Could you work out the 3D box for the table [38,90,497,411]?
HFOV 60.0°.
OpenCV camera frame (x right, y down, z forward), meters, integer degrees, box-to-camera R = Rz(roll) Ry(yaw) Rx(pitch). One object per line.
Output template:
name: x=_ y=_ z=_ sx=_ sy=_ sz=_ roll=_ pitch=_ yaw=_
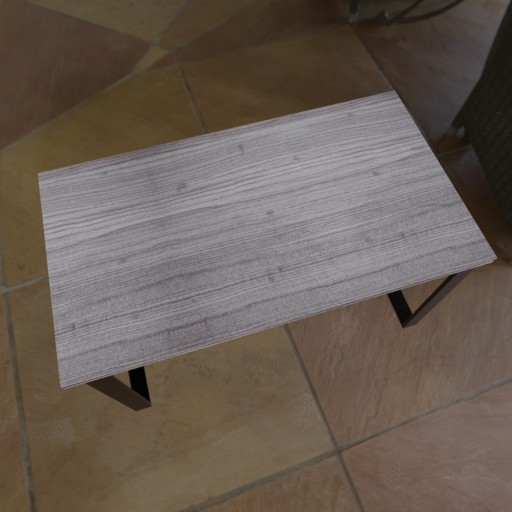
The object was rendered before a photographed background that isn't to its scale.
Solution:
table: x=0.000 y=0.000 z=2.038 sx=1.579 sy=0.736 sz=0.881 roll=-15 pitch=64 yaw=-8
